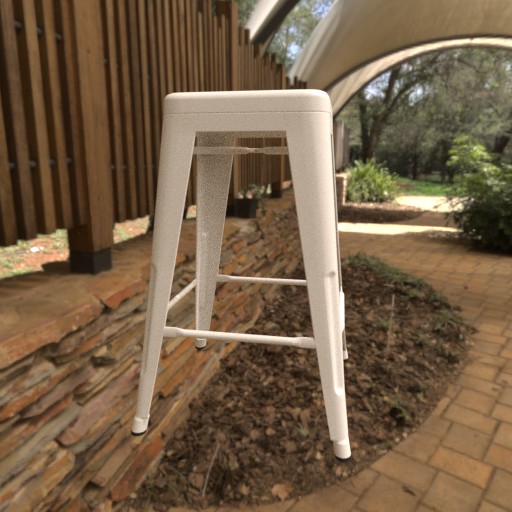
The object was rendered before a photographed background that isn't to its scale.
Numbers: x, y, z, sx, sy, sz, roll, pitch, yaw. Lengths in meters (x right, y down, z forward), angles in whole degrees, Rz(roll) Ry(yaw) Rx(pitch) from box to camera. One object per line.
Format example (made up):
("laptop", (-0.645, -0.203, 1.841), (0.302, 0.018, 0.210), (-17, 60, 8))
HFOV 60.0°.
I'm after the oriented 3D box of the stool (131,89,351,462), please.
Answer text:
("stool", (0.000, 0.000, 0.912), (0.406, 0.610, 0.406), (2, 13, 10))
